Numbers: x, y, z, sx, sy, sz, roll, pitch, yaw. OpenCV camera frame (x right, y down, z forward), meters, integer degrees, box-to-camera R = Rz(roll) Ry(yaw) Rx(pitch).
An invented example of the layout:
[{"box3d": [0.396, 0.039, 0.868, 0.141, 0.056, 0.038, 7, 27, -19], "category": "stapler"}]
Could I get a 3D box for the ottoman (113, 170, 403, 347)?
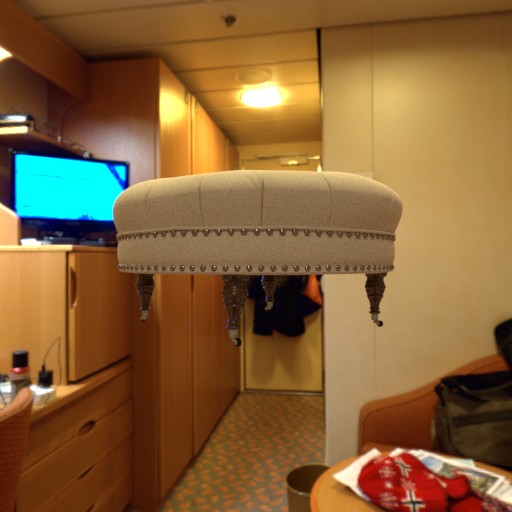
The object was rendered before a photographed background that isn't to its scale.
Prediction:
[{"box3d": [0.000, 0.000, 1.425, 0.901, 0.439, 0.901, 0, -1, 0], "category": "ottoman"}]
